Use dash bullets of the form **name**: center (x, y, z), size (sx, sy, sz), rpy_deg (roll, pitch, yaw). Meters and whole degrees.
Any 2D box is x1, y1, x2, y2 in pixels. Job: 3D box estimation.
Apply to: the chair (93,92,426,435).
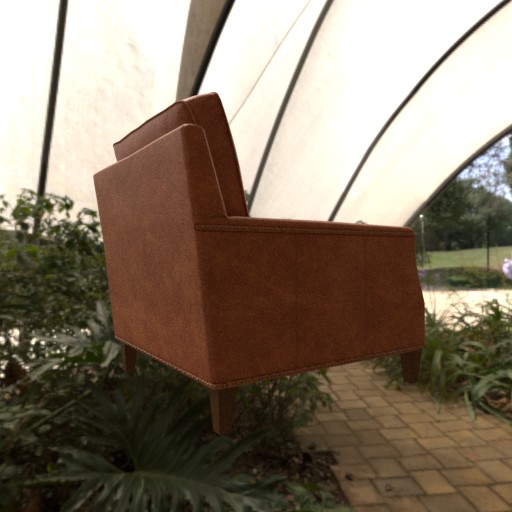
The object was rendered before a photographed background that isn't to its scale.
- **chair**: center (0.000, 0.000, 1.721), size (1.014, 0.943, 0.853), rpy_deg (0, 0, -35)
